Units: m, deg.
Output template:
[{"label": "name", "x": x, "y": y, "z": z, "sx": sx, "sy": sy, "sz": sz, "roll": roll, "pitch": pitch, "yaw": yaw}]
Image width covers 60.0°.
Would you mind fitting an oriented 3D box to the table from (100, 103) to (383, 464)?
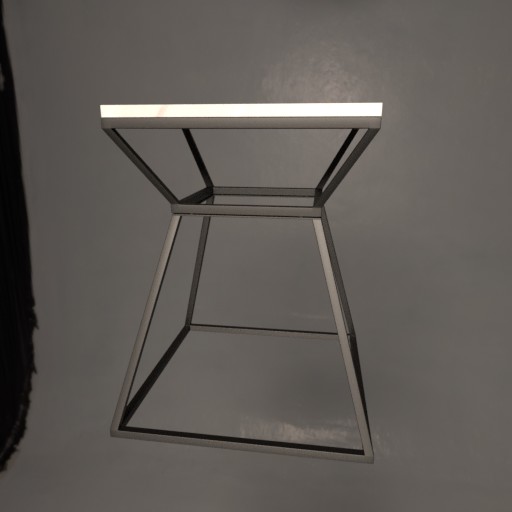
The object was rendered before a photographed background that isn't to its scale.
[{"label": "table", "x": 0.000, "y": 0.000, "z": 0.892, "sx": 0.455, "sy": 0.559, "sz": 0.455, "roll": 2, "pitch": 16, "yaw": 8}]
